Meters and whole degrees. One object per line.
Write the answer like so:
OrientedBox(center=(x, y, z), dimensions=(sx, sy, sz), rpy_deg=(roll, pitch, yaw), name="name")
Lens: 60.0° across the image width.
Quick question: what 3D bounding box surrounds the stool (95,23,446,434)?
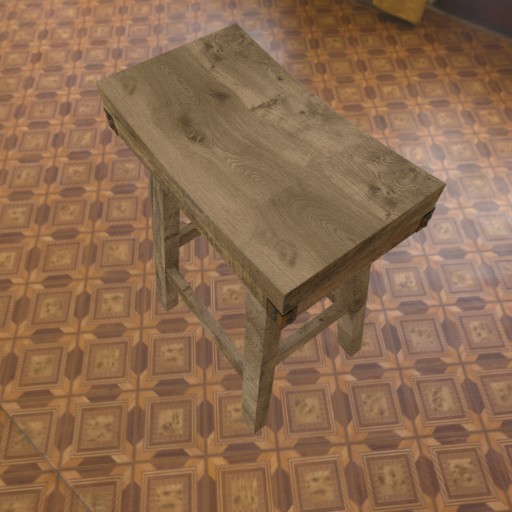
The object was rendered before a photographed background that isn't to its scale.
OrientedBox(center=(0.000, 0.000, 0.859), dimensions=(0.330, 0.635, 0.450), rpy_deg=(-32, 63, -19), name="stool")
